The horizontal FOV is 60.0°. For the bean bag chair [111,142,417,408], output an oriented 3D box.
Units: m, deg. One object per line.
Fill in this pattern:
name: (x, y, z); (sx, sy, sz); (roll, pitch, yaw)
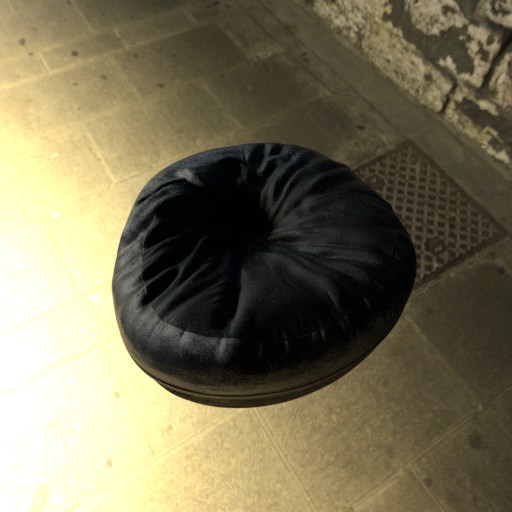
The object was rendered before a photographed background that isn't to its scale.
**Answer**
bean bag chair: (0.000, 0.000, 2.413); (1.524, 0.878, 1.524); (-15, 60, -9)
